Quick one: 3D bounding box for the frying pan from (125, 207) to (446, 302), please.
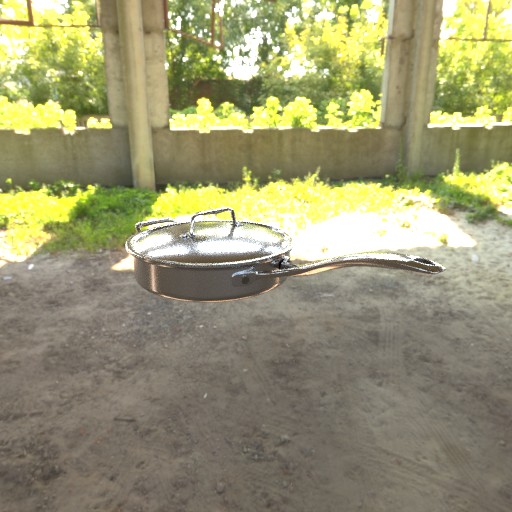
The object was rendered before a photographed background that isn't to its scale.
[{"bbox_3d":[0.000,0.000,0.671,0.561,0.114,0.280,17,24,42],"label":"frying pan"}]
